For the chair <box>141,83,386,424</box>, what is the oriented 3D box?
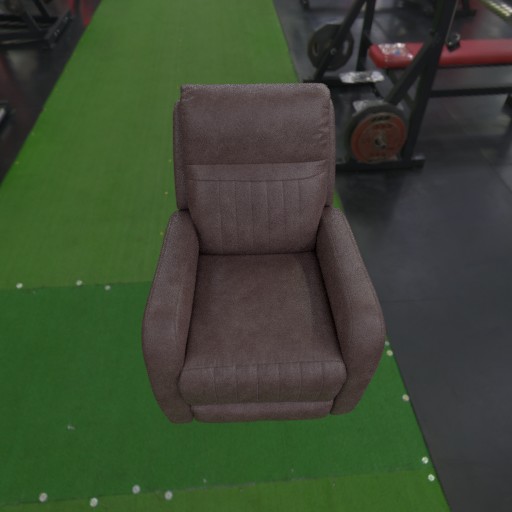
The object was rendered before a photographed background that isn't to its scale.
[{"bbox_3d":[0.000,0.000,1.829,0.865,1.067,1.067,-2,45,-1],"label":"chair"}]
